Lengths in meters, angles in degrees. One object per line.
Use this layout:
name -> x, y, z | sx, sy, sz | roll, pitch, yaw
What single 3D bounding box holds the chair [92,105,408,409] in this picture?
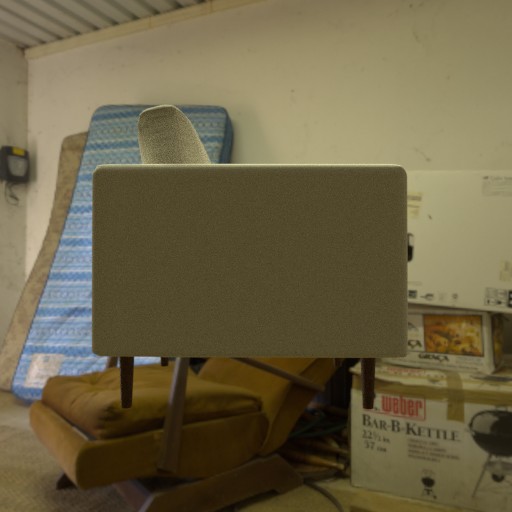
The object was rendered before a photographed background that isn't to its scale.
chair -> 0.000, 0.000, 1.571 | 0.879, 0.899, 0.831 | 0, -1, 1
